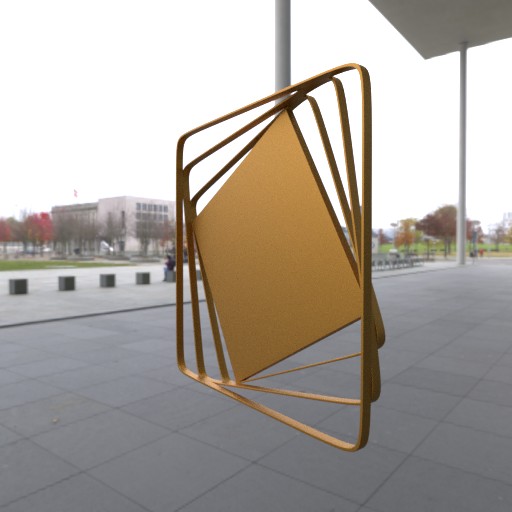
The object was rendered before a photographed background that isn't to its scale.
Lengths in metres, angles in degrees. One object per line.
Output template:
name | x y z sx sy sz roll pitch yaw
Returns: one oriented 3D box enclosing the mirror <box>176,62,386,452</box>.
mirror | 0.000 0.000 0.702 0.045 0.468 0.470 -1 1 -37
